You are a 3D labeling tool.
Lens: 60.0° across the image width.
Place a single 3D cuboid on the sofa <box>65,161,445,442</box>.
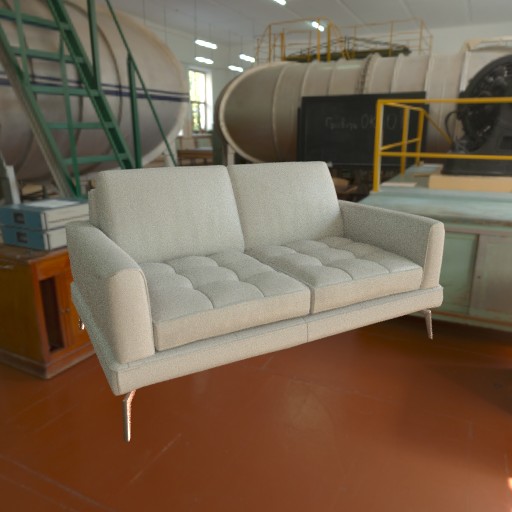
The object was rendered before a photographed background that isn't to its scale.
[{"bbox_3d":[0.000,0.000,2.411,1.819,0.930,1.121,-9,18,-28],"label":"sofa"}]
